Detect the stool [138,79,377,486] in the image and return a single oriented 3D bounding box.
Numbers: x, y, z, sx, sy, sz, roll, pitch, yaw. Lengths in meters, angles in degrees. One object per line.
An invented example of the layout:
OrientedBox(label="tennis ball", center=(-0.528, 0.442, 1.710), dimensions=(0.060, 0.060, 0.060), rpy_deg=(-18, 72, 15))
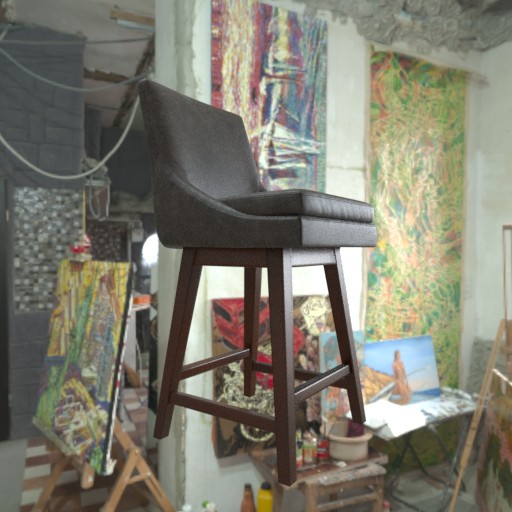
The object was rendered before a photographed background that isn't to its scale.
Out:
OrientedBox(label="stool", center=(0.000, 0.000, 1.345), dimensions=(0.587, 1.046, 0.492), rpy_deg=(1, 1, 35))
